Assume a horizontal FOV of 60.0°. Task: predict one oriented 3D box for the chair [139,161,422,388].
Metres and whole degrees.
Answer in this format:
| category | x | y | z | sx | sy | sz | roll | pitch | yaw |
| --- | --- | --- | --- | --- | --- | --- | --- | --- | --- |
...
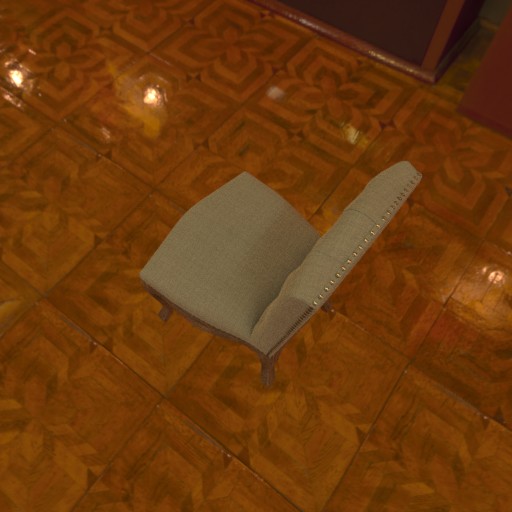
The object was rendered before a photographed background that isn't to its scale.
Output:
| category | x | y | z | sx | sy | sz | roll | pitch | yaw |
| --- | --- | --- | --- | --- | --- | --- | --- | --- | --- |
| chair | 0.000 | 0.000 | 1.619 | 0.731 | 1.191 | 0.637 | 36 | 68 | 17 |
